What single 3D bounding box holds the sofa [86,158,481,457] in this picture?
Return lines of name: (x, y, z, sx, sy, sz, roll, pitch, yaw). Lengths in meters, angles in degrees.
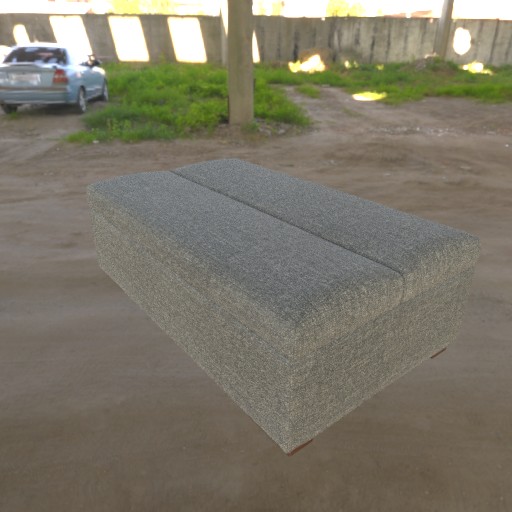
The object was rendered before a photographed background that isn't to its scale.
sofa: (0.000, 0.000, 1.574, 0.782, 0.417, 1.198, -19, 31, -33)
